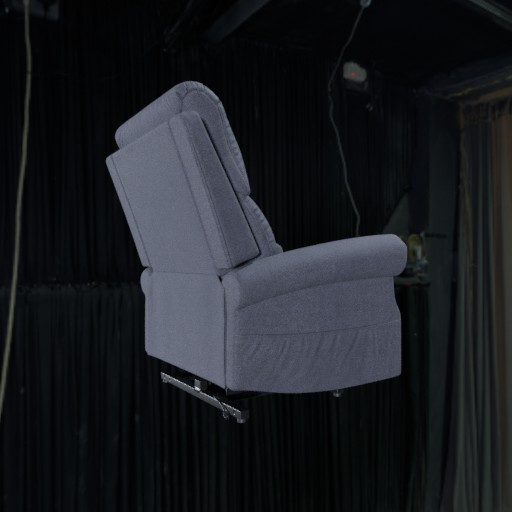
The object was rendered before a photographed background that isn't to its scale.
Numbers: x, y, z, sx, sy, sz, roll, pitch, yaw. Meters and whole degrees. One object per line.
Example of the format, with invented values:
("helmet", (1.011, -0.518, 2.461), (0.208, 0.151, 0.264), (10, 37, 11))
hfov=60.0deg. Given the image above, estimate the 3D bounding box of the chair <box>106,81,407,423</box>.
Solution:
("chair", (0.000, 0.000, 1.749), (0.979, 1.031, 0.871), (0, -1, -36))
